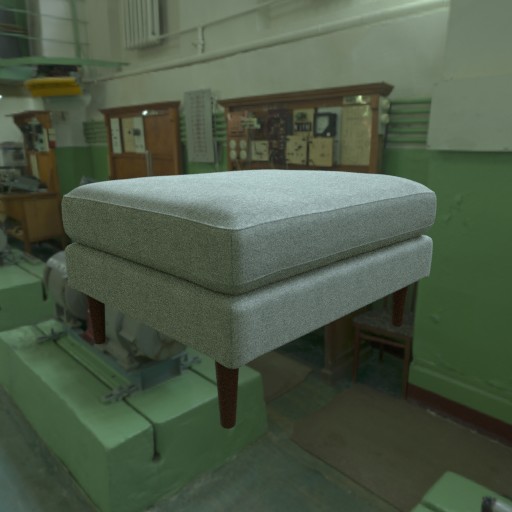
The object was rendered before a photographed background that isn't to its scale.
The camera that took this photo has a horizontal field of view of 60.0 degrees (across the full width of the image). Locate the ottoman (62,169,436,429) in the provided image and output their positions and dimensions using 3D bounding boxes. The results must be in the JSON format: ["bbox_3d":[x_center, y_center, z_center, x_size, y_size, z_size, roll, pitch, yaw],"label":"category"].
[{"bbox_3d":[0.000,0.000,1.269,0.693,0.474,0.821,14,20,43],"label":"ottoman"}]
